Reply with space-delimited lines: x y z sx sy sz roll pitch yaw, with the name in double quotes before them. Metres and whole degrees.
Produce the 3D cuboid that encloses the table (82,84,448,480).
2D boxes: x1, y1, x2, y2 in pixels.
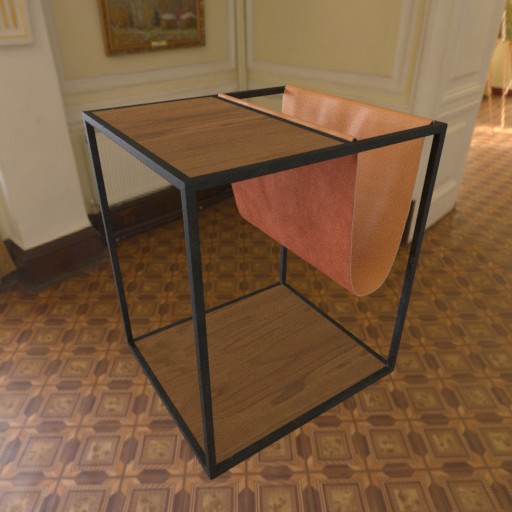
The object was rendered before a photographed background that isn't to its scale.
"table" 0.000 0.000 0.857 0.450 0.536 0.399 -19 36 -29
